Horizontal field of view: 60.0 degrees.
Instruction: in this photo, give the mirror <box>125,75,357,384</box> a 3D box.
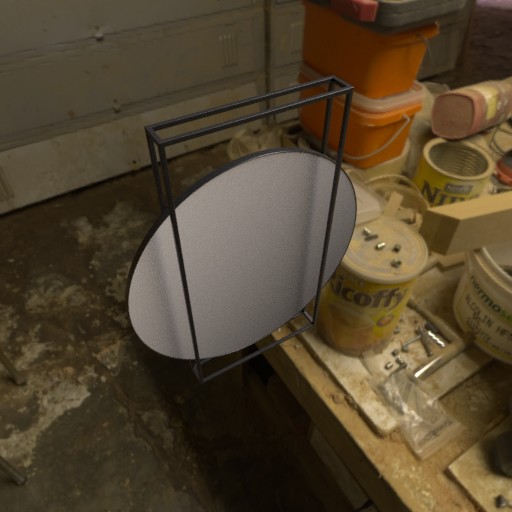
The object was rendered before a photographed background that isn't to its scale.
[{"bbox_3d":[0.000,0.000,0.841,0.508,0.603,0.051,-23,49,-21],"label":"mirror"}]
